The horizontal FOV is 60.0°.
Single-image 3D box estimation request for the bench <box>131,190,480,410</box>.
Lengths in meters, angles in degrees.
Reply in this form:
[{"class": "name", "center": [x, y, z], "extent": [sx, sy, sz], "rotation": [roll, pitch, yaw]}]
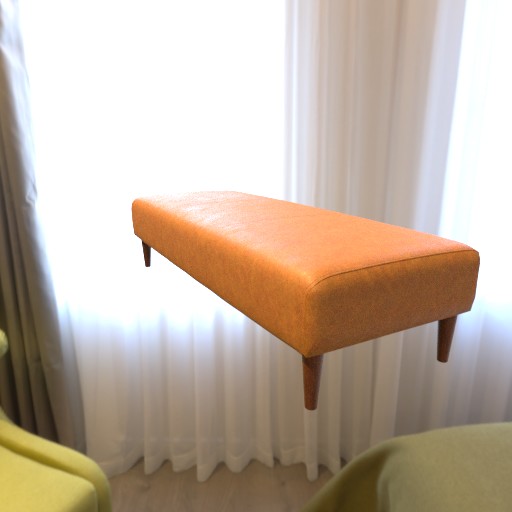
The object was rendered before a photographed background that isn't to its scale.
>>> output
[{"class": "bench", "center": [0.000, 0.000, 1.844], "extent": [0.653, 0.399, 1.610], "rotation": [-8, 17, -28]}]
